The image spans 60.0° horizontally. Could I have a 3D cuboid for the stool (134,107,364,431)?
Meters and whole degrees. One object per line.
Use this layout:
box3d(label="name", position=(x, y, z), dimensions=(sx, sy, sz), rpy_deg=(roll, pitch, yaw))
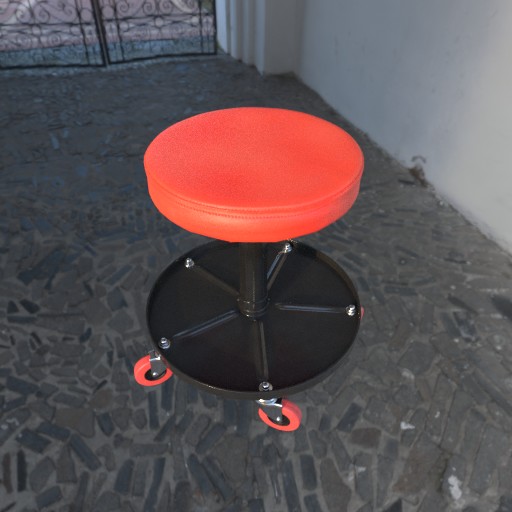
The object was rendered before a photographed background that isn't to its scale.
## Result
box3d(label="stool", position=(0.000, 0.000, 0.675), dimensions=(0.381, 0.365, 0.382), rpy_deg=(0, 41, 0))
